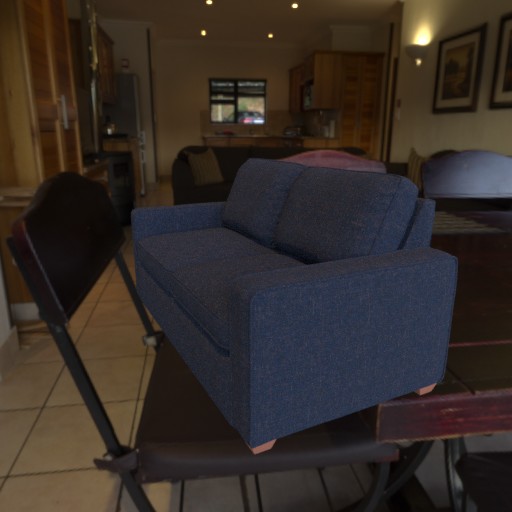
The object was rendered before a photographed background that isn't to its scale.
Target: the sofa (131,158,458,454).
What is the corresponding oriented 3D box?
[{"bbox_3d":[0.000,0.000,2.282,0.947,0.918,1.709,-8,17,-26],"label":"sofa"}]
